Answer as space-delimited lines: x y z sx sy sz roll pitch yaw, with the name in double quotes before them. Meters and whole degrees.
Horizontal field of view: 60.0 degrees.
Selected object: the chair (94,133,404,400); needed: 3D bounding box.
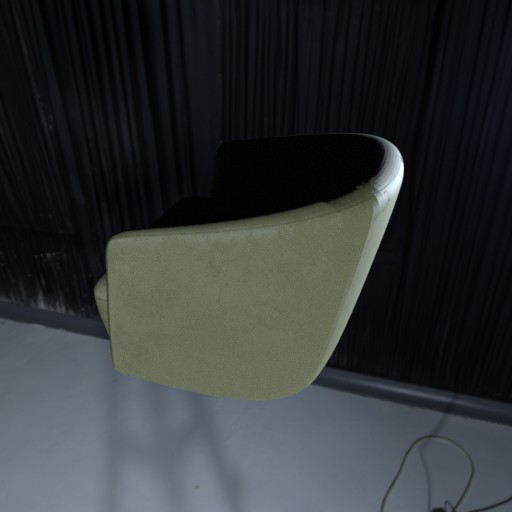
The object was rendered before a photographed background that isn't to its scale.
"chair" 0.000 0.000 1.356 0.767 0.698 0.773 8 31 13
